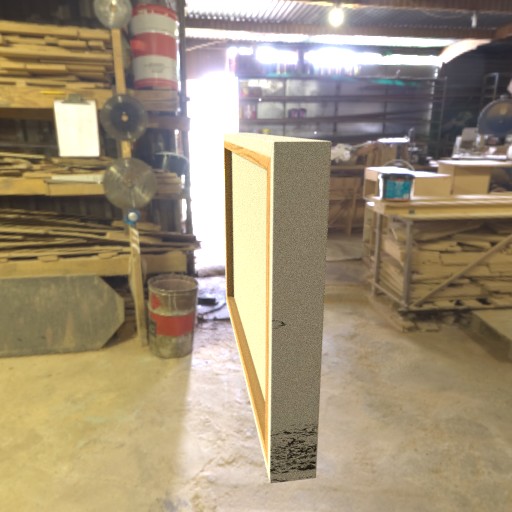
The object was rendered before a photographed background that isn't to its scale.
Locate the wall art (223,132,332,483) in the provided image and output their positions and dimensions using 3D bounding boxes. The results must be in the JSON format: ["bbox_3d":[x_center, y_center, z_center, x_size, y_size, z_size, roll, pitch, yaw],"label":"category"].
[{"bbox_3d":[0.000,0.000,0.493,0.038,0.259,0.381,-2,17,-8],"label":"wall art"}]
